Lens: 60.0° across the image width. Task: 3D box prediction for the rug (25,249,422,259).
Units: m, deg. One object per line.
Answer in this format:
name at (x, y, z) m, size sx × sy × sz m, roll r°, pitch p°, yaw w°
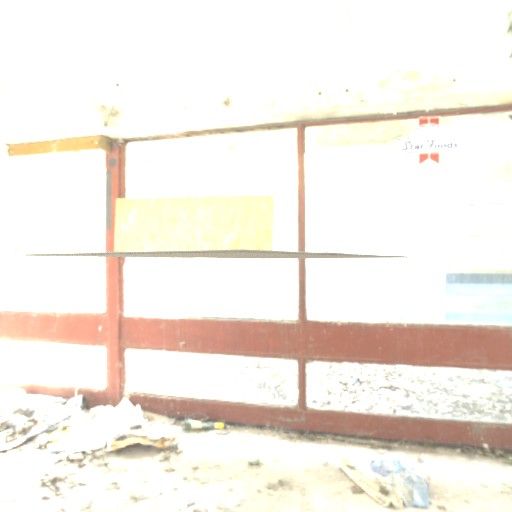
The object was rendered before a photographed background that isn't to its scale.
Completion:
rug at (0.000, 0.000, 2.356) m, size 1.231 × 0.012 × 1.835 m, roll -1°, pitch -1°, yaw 36°
